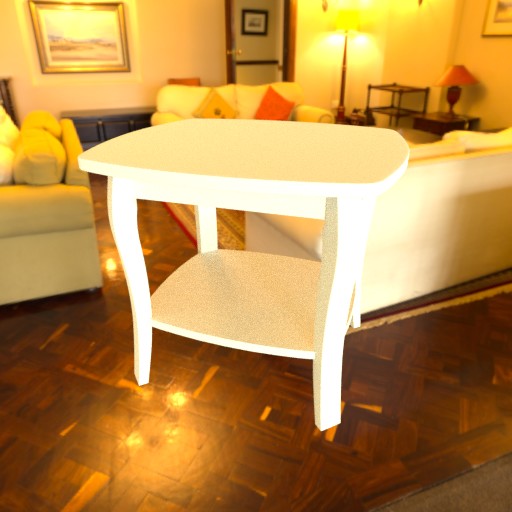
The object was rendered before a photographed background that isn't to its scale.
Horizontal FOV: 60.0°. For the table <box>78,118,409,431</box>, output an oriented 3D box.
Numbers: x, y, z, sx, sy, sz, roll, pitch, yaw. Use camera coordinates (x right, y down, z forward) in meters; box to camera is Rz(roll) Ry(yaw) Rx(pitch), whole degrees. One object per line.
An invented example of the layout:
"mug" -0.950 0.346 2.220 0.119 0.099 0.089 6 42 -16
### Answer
"table" 0.000 0.000 0.855 0.502 0.438 0.451 8 27 16
